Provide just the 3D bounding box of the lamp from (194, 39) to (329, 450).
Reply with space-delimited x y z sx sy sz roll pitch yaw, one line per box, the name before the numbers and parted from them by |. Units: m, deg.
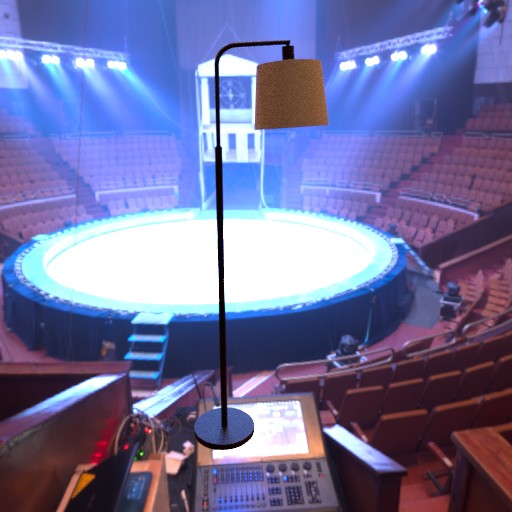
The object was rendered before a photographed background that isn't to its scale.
lamp | 0.000 0.000 1.649 0.508 1.478 0.254 -3 16 -9
